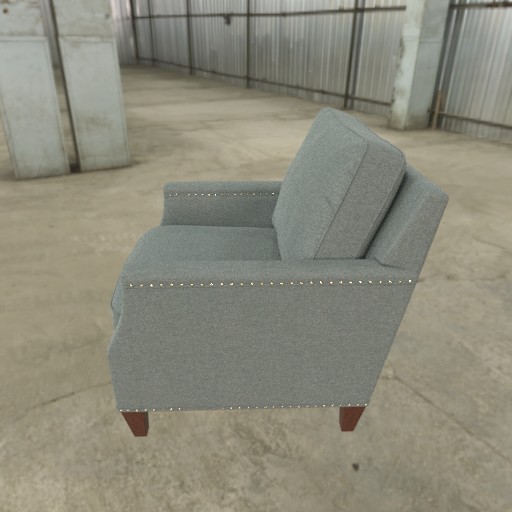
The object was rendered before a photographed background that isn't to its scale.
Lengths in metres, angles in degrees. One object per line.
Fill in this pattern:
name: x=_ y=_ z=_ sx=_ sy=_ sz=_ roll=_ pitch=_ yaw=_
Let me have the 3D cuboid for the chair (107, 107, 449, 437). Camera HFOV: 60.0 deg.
chair: x=0.000 y=0.000 z=1.738 sx=1.031 sy=1.031 sz=0.885 roll=-1 pitch=27 yaw=-2
